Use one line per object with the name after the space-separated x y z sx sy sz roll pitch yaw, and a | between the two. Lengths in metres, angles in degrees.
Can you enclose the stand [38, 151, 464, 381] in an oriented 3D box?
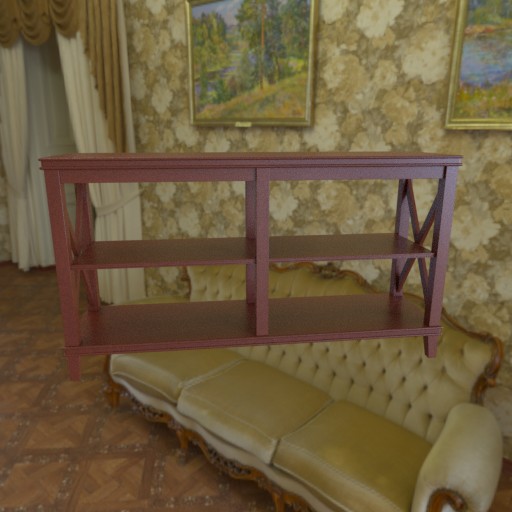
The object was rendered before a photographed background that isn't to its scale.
0.000 0.000 1.700 1.372 0.762 0.381 -2 16 -7 | stand
